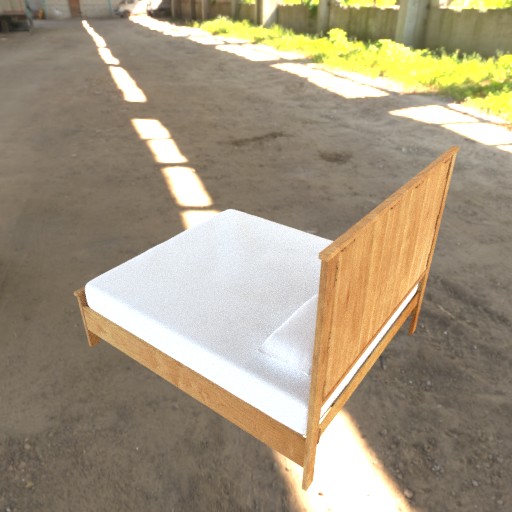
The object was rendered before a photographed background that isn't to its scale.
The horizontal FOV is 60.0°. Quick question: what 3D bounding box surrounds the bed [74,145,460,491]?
[{"bbox_3d":[0.000,0.000,4.034,2.530,1.938,2.225,21,36,31],"label":"bed"}]
